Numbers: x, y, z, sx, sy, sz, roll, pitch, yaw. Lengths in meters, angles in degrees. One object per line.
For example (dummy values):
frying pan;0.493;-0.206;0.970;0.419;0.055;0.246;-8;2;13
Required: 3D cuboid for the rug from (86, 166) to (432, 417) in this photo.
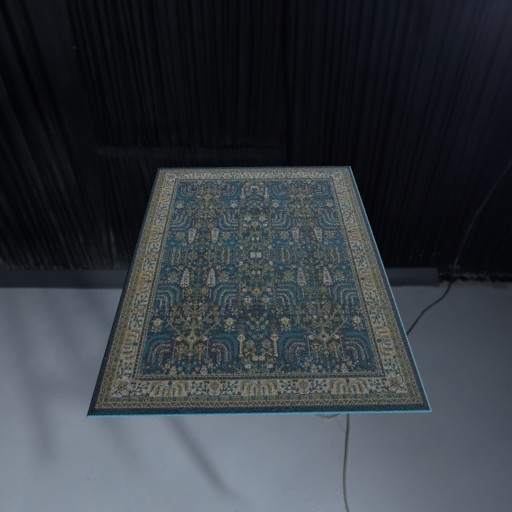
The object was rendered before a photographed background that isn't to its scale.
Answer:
rug;0.000;0.000;3.982;2.226;0.015;3.044;-1;42;-1
